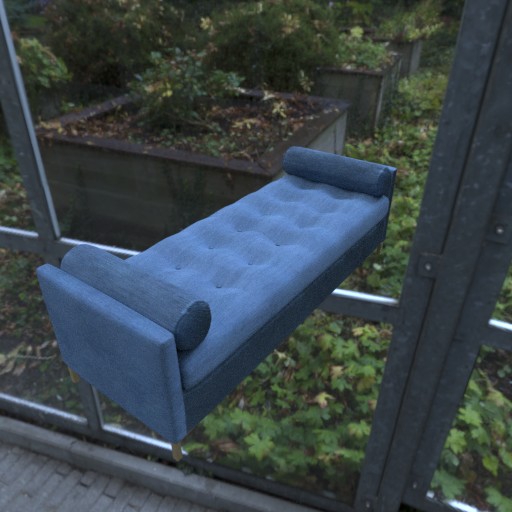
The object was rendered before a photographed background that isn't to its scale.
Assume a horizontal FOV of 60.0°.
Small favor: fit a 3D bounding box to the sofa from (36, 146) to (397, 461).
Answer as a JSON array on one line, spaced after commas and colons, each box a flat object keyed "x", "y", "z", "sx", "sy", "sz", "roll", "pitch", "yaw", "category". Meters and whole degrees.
[{"x": 0.000, "y": 0.000, "z": 2.520, "sx": 0.796, "sy": 0.705, "sz": 2.102, "roll": 21, "pitch": 37, "yaw": 31, "category": "sofa"}]
